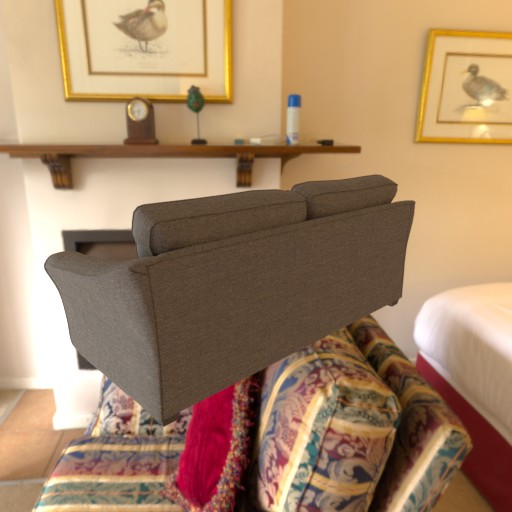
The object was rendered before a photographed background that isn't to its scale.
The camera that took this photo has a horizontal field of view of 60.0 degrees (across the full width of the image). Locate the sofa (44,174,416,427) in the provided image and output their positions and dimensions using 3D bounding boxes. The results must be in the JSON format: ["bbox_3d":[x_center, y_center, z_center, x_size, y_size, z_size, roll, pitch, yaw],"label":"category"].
[{"bbox_3d":[0.000,0.000,2.774,2.270,0.950,0.971,-15,22,-42],"label":"sofa"}]
